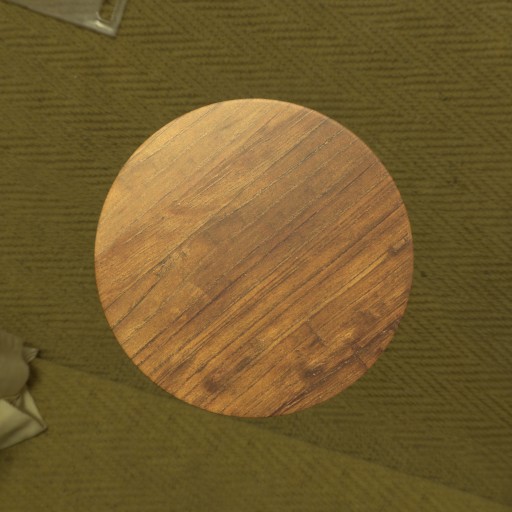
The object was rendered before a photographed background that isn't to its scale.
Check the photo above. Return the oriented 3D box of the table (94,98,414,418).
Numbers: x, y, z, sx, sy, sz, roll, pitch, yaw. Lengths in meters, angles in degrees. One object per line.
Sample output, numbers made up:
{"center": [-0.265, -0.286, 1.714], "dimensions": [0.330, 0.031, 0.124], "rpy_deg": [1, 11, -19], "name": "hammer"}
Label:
{"center": [0.000, 0.000, 0.810], "dimensions": [0.400, 0.520, 0.400], "rpy_deg": [0, 91, 1], "name": "table"}
